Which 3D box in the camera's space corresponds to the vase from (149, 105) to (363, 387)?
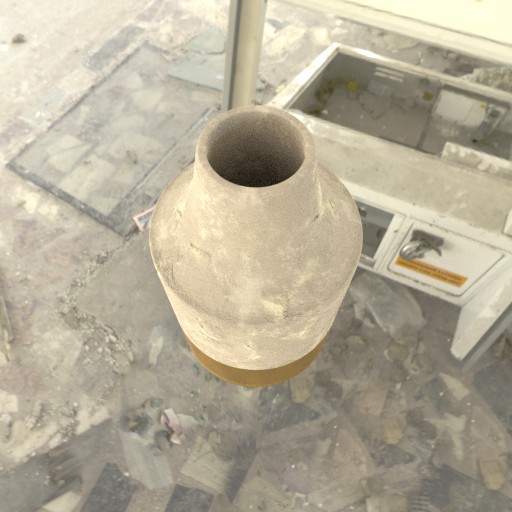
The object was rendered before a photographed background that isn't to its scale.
[{"bbox_3d":[0.000,0.000,0.429,0.184,0.305,0.184,0,61,0],"label":"vase"}]
